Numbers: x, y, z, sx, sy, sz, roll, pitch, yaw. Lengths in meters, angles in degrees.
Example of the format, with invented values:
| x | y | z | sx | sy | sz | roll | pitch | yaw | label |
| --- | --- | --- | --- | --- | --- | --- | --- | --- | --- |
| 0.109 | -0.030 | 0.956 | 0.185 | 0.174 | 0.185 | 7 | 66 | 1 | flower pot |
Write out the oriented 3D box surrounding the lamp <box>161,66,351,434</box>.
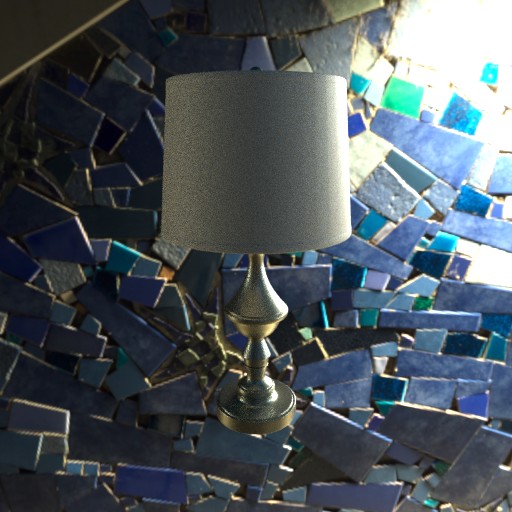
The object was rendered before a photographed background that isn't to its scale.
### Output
| x | y | z | sx | sy | sz | roll | pitch | yaw | label |
| --- | --- | --- | --- | --- | --- | --- | --- | --- | --- |
| 0.000 | 0.000 | 0.925 | 0.383 | 0.733 | 0.383 | 0 | 16 | 0 | lamp |
